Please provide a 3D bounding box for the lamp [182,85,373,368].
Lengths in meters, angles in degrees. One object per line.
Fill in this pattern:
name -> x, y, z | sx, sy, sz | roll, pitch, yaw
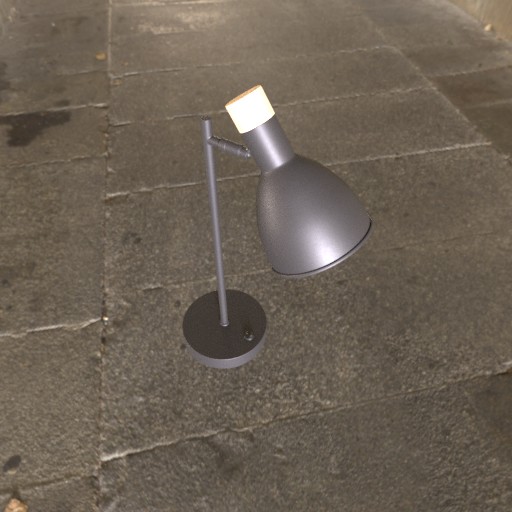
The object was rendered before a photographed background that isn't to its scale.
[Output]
lamp -> 0.000, 0.000, 0.610 | 0.287, 0.483, 0.152 | 26, 52, 22
